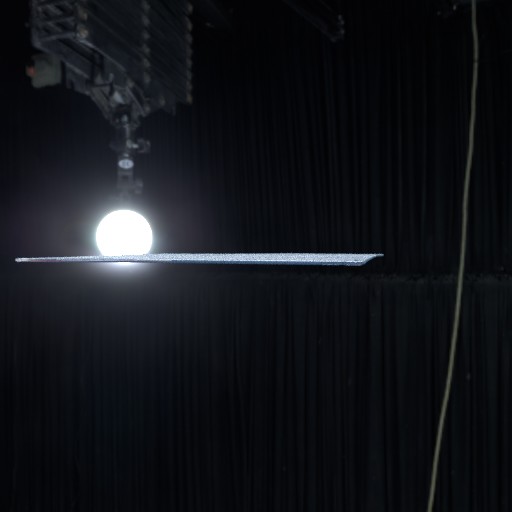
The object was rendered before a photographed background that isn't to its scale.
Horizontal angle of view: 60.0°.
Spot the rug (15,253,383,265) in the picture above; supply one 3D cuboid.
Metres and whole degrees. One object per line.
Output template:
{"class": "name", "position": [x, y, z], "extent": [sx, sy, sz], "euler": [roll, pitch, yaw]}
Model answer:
{"class": "rug", "position": [0.000, 0.000, 2.183], "extent": [1.159, 0.025, 1.793], "euler": [0, 1, 18]}
